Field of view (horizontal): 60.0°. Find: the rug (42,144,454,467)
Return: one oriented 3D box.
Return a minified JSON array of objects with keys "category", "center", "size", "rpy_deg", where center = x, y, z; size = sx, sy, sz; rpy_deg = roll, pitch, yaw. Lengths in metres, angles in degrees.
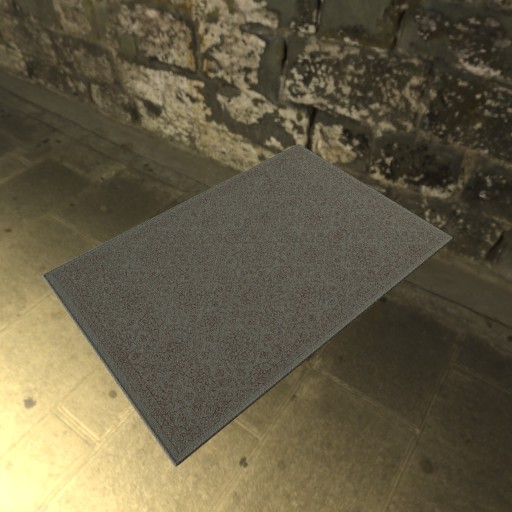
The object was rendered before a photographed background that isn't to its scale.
[{"category":"rug","center":[0.000,0.000,2.343],"size":[1.829,0.010,1.219],"rpy_deg":[-32,55,-26]}]
